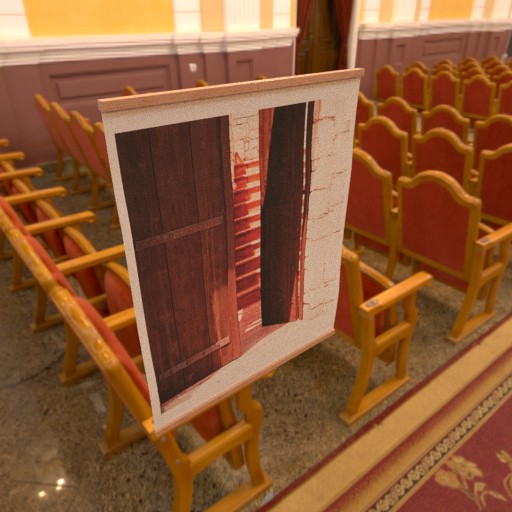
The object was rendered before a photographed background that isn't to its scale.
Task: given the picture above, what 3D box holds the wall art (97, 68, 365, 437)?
[{"bbox_3d":[0.000,0.000,0.686,0.406,0.508,0.013,-21,36,-33],"label":"wall art"}]
